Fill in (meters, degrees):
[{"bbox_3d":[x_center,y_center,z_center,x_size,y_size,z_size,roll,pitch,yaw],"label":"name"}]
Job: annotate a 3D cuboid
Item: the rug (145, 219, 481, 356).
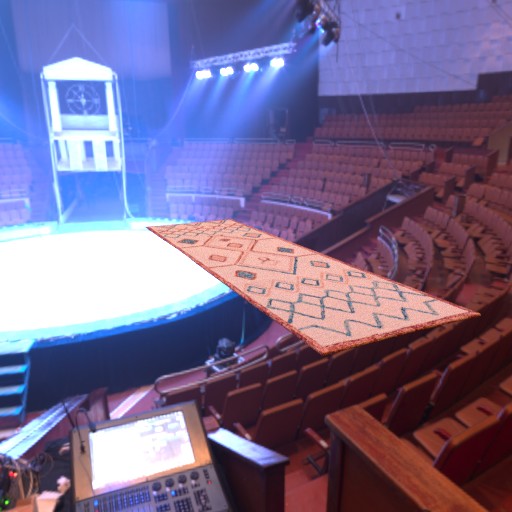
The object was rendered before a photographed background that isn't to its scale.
[{"bbox_3d":[0.000,0.000,2.624,0.750,0.011,2.435,-7,16,-26],"label":"rug"}]
